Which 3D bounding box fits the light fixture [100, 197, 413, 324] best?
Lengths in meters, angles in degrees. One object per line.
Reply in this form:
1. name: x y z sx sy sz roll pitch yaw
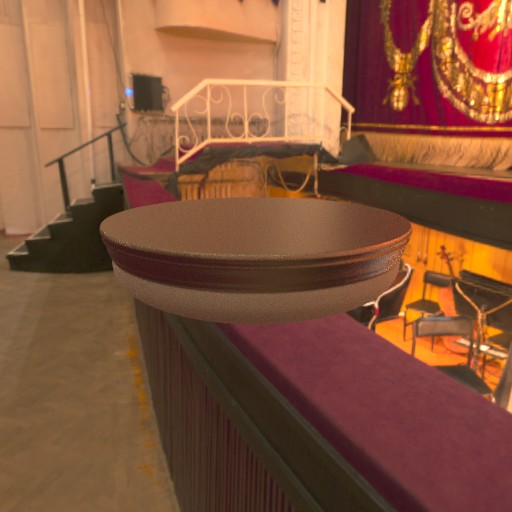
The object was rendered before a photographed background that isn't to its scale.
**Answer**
1. light fixture: 0.000 0.000 0.562 0.368 0.100 0.368 0 15 0
